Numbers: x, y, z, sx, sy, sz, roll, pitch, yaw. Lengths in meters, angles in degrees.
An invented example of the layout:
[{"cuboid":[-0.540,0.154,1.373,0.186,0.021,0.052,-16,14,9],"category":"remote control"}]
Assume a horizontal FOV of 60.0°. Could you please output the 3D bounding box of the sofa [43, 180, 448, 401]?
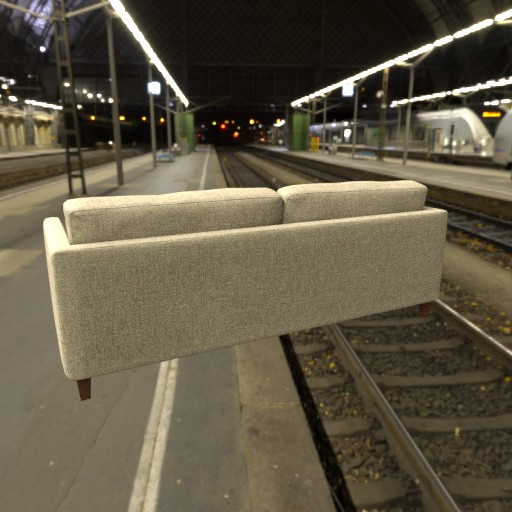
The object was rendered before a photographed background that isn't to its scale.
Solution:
[{"cuboid":[0.000,0.000,2.870,2.434,0.951,0.948,-7,17,-26],"category":"sofa"}]
